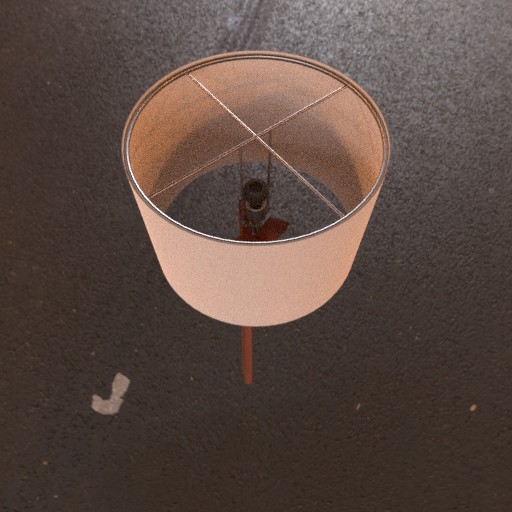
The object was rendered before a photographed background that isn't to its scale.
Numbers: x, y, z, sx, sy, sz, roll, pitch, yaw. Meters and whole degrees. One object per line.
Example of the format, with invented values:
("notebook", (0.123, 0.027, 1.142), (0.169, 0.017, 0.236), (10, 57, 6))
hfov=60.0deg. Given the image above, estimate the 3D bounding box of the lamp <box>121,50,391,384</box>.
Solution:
("lamp", (0.000, 0.000, 0.926), (0.380, 0.686, 0.380), (-34, 65, -18))
